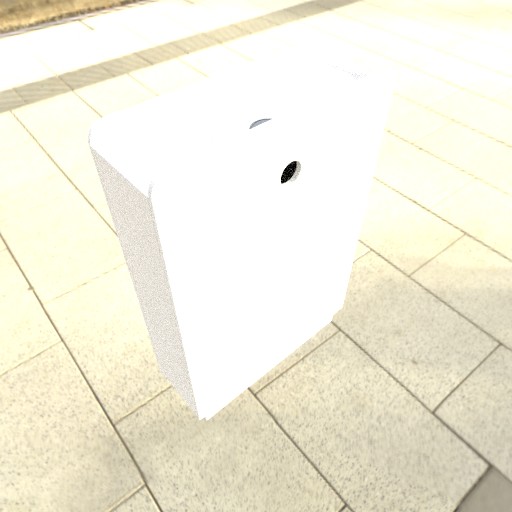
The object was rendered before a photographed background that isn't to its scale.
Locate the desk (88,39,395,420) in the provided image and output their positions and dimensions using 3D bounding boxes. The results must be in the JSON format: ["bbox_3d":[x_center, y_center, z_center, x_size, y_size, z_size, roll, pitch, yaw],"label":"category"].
[{"bbox_3d":[0.000,0.000,1.535,0.795,1.190,0.278,-32,55,-27],"label":"desk"}]
